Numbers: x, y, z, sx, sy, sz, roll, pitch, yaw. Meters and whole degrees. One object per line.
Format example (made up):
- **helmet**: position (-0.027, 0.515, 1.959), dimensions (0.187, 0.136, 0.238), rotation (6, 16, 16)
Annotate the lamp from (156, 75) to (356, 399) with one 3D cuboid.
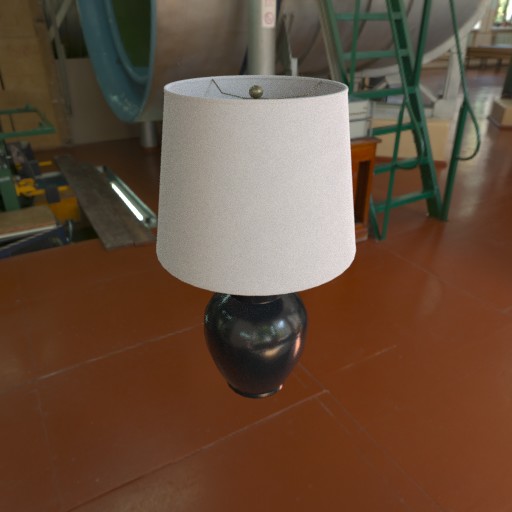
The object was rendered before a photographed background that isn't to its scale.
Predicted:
- **lamp**: position (0.000, 0.000, 0.552), dimensions (0.239, 0.399, 0.239), rotation (0, 28, 0)
